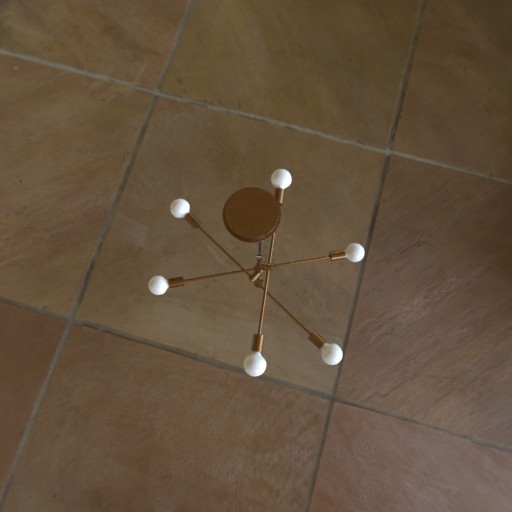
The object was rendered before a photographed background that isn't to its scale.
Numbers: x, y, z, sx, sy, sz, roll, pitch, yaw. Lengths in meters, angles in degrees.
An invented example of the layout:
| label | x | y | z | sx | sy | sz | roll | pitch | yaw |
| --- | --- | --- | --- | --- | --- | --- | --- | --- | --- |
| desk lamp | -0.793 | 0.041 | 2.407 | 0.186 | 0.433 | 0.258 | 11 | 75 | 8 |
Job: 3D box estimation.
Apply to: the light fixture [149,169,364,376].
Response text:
| label | x | y | z | sx | sy | sz | roll | pitch | yaw |
| --- | --- | --- | --- | --- | --- | --- | --- | --- | --- |
| light fixture | 0.000 | 0.000 | 1.269 | 0.682 | 0.744 | 0.637 | 19 | 76 | 5 |
